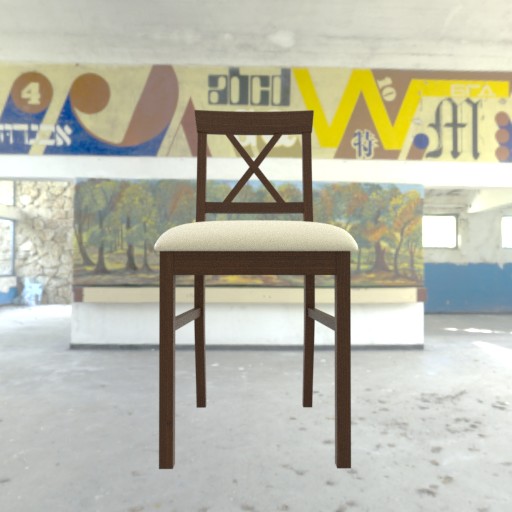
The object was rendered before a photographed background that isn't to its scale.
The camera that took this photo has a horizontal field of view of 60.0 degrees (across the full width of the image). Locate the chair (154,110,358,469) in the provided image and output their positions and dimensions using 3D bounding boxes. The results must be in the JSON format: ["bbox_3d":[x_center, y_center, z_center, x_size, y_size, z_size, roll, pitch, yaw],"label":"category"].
[{"bbox_3d":[0.000,0.000,1.160,0.440,0.913,0.480,0,-1,0],"label":"chair"}]
